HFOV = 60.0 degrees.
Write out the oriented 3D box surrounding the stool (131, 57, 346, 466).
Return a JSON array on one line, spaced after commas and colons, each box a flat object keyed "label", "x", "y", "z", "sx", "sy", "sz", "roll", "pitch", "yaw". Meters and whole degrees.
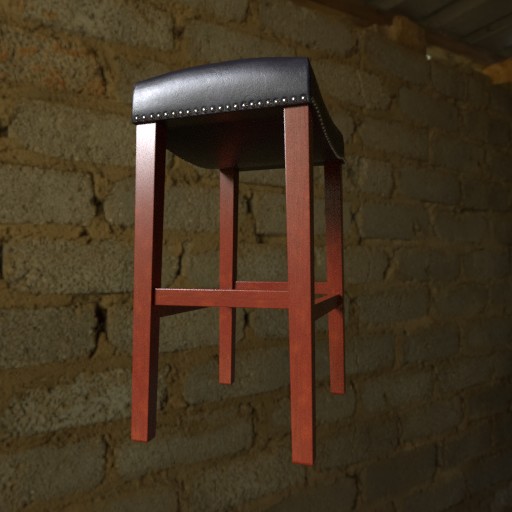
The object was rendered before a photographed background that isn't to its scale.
[{"label": "stool", "x": 0.000, "y": 0.000, "z": 1.057, "sx": 0.372, "sy": 0.742, "sz": 0.504, "roll": 0, "pitch": -1, "yaw": 18}]
